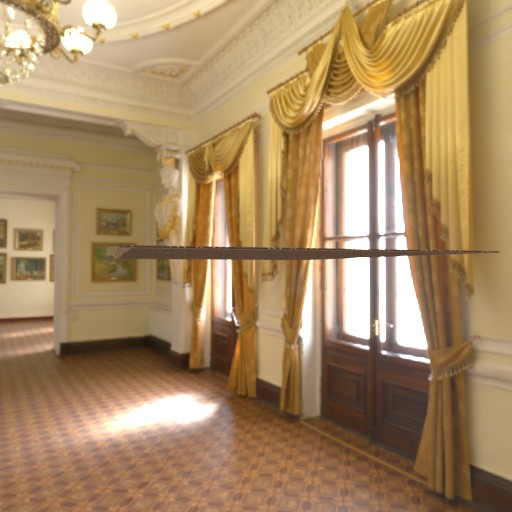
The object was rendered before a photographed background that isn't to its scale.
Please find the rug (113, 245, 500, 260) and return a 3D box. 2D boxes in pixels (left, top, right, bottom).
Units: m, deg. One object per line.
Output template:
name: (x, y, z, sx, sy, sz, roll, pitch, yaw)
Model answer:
rug: (0.000, 0.000, 4.051, 2.457, 0.012, 3.062, 1, -2, -18)
